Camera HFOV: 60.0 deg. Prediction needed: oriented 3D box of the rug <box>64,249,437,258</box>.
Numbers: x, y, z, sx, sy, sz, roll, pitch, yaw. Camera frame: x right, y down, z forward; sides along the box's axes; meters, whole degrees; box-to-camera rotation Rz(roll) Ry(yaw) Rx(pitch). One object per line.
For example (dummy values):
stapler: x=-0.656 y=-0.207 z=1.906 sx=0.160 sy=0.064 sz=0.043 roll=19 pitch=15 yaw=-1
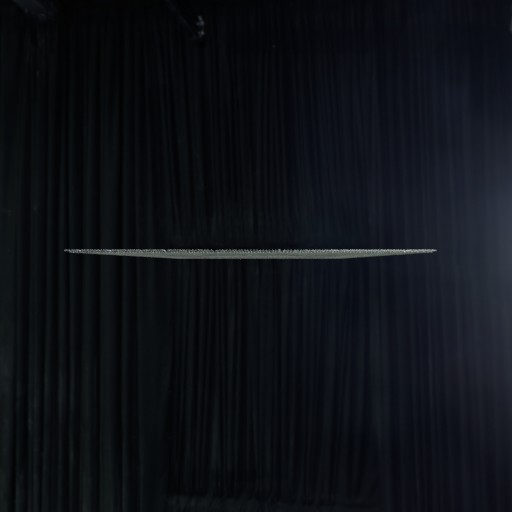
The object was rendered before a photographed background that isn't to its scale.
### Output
rug: x=0.000 y=0.000 z=3.000 sx=1.528 sy=0.010 sz=2.440 roll=0 pitch=-1 yaw=1
